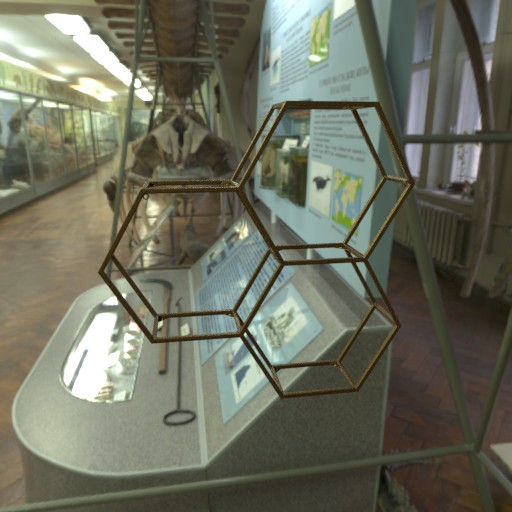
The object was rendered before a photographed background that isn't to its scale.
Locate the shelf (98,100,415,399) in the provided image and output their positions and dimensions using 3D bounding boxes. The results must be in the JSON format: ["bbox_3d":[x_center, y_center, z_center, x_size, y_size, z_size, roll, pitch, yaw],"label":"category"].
[{"bbox_3d":[0.000,0.000,1.070,0.708,0.701,0.150,-2,16,-9],"label":"shelf"}]
